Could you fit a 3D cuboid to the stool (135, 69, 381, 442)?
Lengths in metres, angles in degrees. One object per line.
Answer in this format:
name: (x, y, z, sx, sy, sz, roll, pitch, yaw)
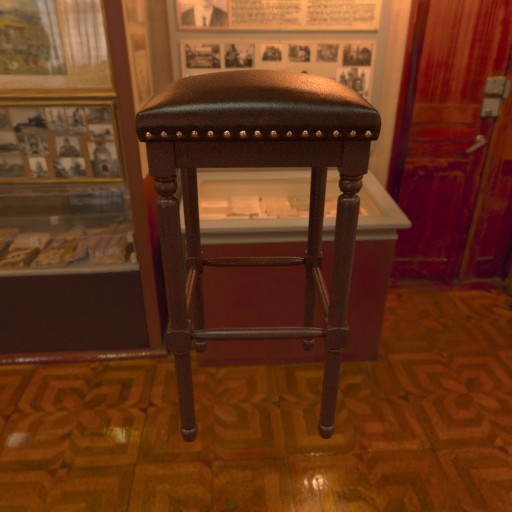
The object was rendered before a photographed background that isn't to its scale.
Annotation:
stool: (0.000, 0.000, 0.991, 0.382, 0.768, 0.383, -1, 27, -1)
